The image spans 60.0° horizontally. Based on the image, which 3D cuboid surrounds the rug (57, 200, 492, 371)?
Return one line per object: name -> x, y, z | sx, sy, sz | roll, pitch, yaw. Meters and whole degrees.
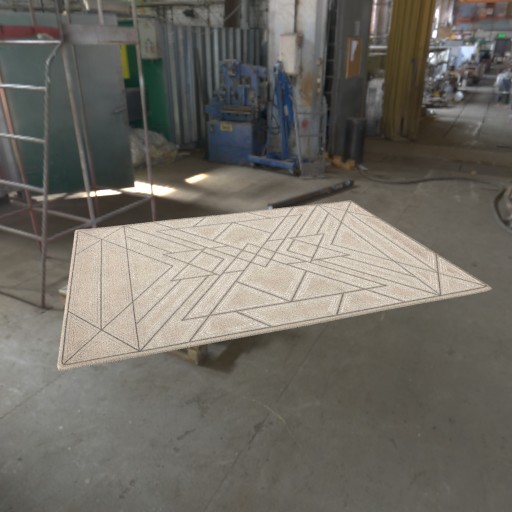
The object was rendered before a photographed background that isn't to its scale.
rug -> 0.000, 0.000, 4.270 | 3.381, 0.026, 2.436 | -8, 27, -16
